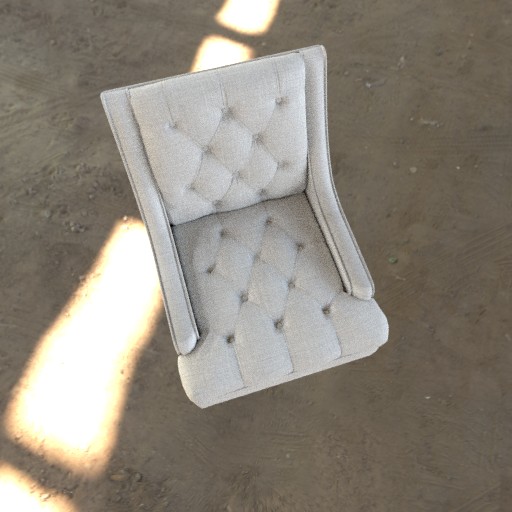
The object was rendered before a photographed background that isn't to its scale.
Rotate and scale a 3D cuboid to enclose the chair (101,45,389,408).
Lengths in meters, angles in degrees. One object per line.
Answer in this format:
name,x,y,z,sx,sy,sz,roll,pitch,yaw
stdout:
chair,0.000,0.000,1.442,0.658,0.891,0.772,-15,65,-7
